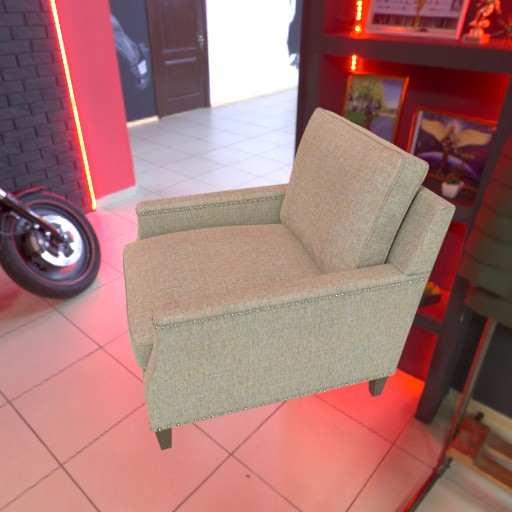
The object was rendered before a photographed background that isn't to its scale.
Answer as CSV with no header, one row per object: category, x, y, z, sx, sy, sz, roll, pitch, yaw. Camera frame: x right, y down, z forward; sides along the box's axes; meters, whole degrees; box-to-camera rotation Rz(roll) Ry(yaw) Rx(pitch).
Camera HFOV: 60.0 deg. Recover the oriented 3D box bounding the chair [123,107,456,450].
chair,0.000,0.000,1.718,1.014,0.943,0.853,-9,32,-14
